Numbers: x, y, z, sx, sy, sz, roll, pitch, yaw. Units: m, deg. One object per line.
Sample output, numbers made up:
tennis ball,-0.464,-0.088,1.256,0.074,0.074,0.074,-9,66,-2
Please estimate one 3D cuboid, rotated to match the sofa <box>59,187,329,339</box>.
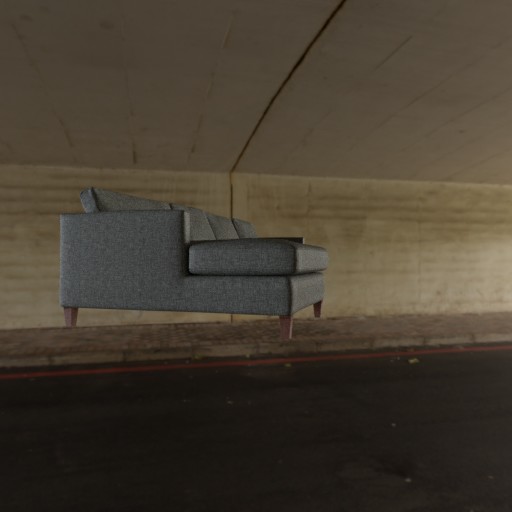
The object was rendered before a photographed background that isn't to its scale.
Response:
sofa,0.000,0.000,4.285,1.635,0.960,3.485,0,-1,18
